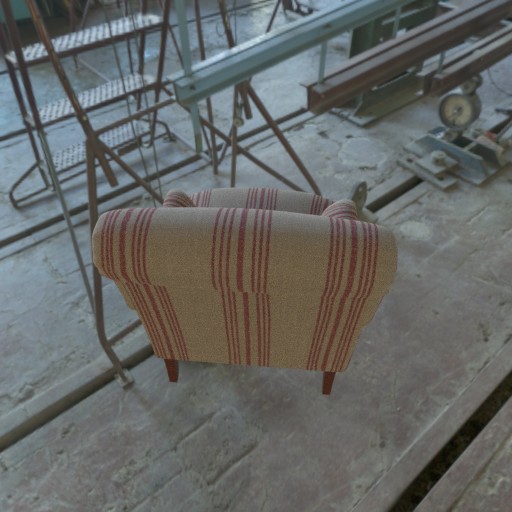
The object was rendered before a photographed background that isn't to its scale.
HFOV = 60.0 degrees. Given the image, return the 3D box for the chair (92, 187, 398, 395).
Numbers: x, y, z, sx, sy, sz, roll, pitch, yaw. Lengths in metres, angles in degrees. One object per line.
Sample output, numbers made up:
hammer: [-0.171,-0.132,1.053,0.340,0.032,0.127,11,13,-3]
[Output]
chair: [0.000,0.000,1.920,0.933,1.123,1.058,4,46,3]
